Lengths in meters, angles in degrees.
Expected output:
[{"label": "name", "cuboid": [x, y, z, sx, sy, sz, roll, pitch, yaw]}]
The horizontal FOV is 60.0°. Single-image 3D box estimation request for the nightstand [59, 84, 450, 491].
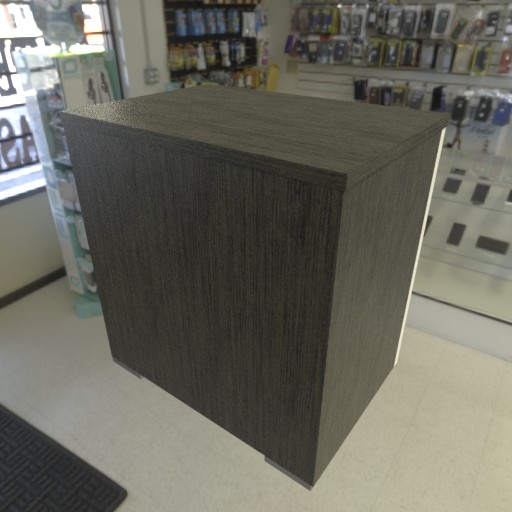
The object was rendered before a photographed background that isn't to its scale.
[{"label": "nightstand", "cuboid": [0.000, 0.000, 0.728, 0.441, 0.460, 0.325, 20, 35, 31]}]
